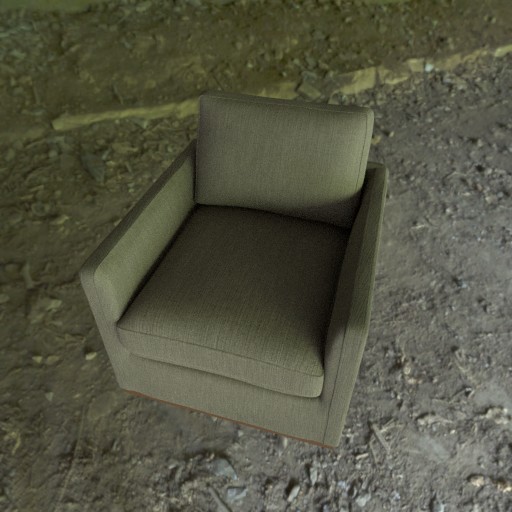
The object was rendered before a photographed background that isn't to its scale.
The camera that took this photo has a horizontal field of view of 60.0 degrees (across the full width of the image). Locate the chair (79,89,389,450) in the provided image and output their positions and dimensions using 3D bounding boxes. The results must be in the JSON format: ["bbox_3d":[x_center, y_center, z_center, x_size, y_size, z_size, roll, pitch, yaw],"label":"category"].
[{"bbox_3d":[0.000,0.000,1.481,0.763,0.811,0.834,11,43,12],"label":"chair"}]
